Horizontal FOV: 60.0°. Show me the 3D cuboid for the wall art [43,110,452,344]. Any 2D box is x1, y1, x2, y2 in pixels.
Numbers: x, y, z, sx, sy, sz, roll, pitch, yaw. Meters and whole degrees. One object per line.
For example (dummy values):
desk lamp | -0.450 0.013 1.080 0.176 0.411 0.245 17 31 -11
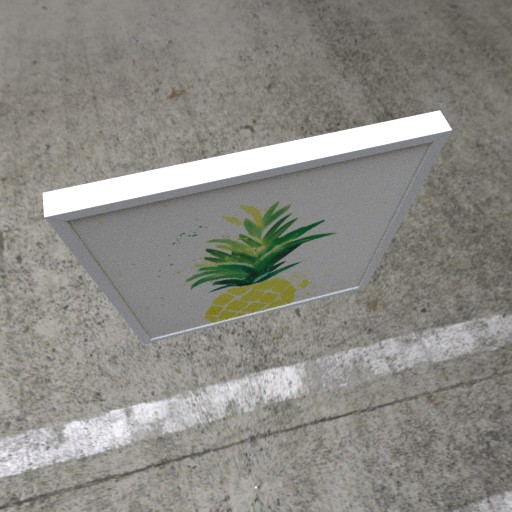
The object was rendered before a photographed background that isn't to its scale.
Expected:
wall art | 0.000 0.000 0.767 0.508 0.507 0.035 -13 63 -7
